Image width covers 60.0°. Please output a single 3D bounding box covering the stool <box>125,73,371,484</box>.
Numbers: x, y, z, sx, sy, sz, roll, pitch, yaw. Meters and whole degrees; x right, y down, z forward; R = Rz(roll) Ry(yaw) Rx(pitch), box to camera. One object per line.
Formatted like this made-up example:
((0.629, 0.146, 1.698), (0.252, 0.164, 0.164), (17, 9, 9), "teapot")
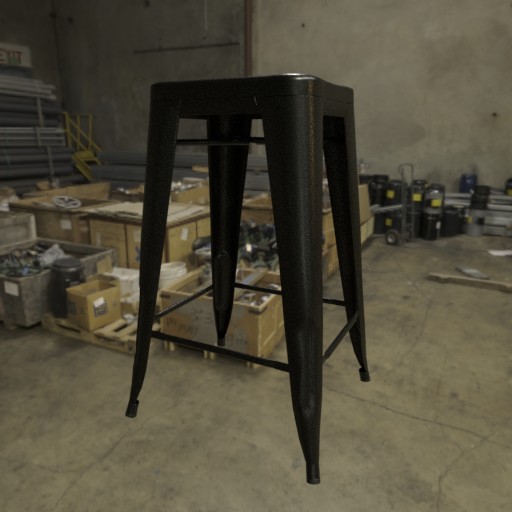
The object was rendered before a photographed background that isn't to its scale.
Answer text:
((0.000, 0.000, 0.844), (0.399, 0.609, 0.359), (8, 17, 26), "stool")
